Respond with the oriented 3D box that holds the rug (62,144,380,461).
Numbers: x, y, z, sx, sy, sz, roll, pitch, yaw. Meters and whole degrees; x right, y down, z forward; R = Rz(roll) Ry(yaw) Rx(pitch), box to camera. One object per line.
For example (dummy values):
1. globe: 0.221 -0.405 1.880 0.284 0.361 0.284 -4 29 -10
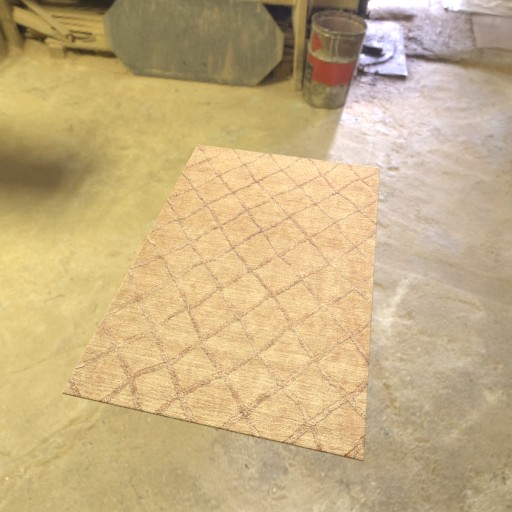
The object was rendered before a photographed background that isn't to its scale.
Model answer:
1. rug: 0.000 0.000 2.913 1.528 0.014 2.292 9 48 8
